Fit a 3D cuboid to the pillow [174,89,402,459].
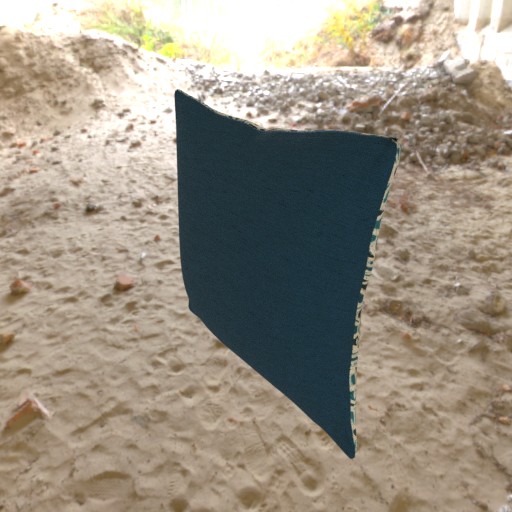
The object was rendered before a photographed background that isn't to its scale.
[{"bbox_3d":[0.000,0.000,0.645,0.145,0.420,0.440,-18,32,-32],"label":"pillow"}]
